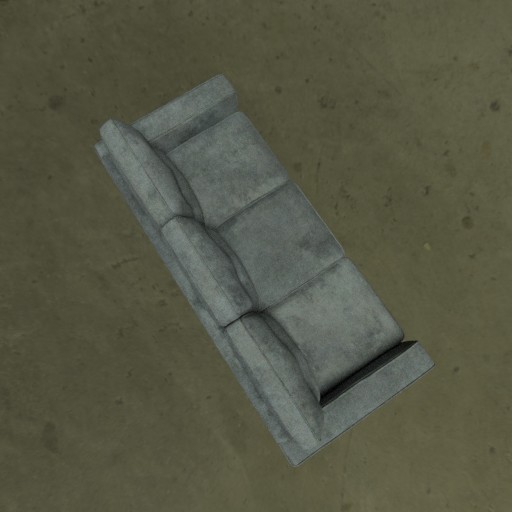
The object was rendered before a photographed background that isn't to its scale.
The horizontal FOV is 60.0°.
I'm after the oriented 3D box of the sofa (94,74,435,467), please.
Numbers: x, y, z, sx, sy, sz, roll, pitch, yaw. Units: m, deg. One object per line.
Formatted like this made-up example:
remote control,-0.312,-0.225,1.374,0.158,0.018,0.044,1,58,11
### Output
sofa,0.000,0.000,2.643,0.939,0.965,2.133,-33,78,-8
